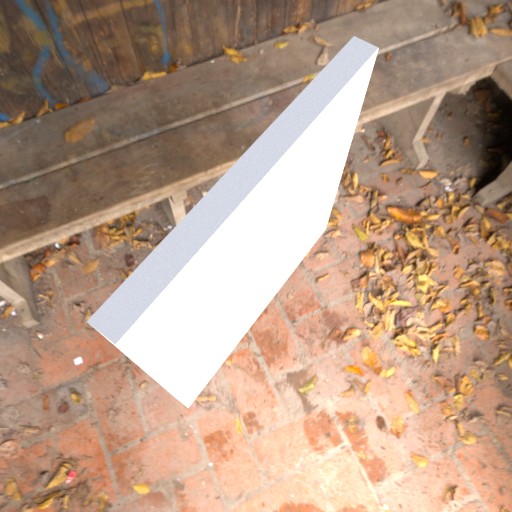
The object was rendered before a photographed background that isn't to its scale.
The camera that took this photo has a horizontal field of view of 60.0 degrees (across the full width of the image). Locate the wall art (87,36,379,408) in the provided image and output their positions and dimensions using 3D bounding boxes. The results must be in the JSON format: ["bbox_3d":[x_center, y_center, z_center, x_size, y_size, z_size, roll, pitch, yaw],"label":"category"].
[{"bbox_3d":[0.000,0.000,0.523,0.027,0.355,0.355,34,69,15],"label":"wall art"}]
